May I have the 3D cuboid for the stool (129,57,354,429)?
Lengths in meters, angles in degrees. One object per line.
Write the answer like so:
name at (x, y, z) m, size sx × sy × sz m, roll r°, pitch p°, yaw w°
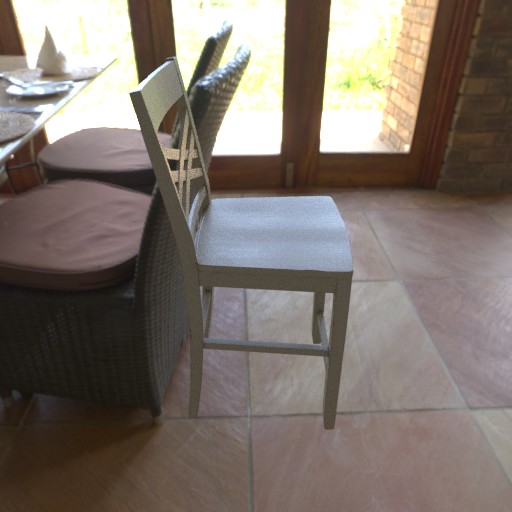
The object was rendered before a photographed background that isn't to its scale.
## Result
stool at (0.000, 0.000, 1.378) m, size 0.539 × 1.079 × 0.462 m, roll 0°, pitch 32°, yaw 1°
